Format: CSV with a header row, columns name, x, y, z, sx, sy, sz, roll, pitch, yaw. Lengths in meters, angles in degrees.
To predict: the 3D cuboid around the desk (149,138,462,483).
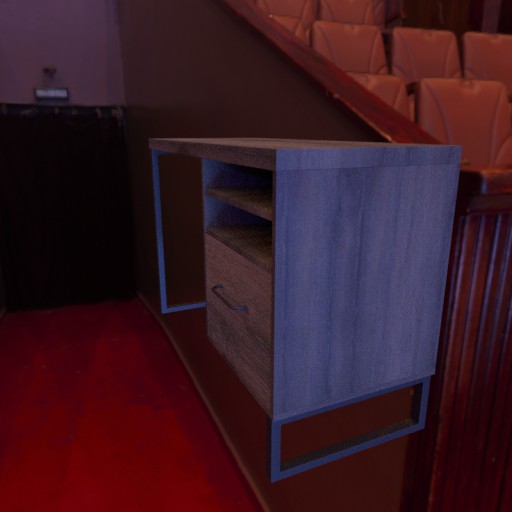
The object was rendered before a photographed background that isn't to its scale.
name,x,y,z,sx,sy,sz,roll,pitch,yaw
desk,0.000,0.000,1.498,0.511,0.752,1.134,-7,17,-24
